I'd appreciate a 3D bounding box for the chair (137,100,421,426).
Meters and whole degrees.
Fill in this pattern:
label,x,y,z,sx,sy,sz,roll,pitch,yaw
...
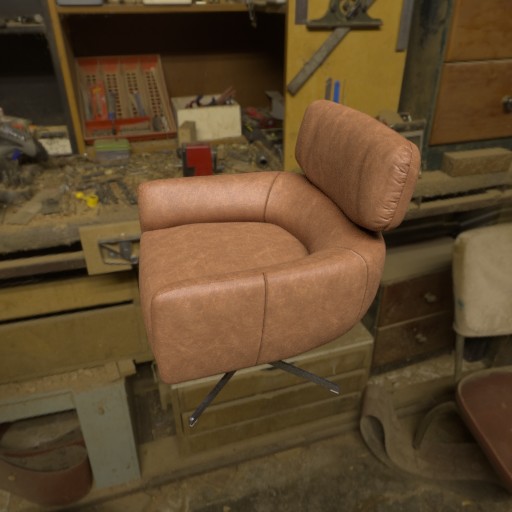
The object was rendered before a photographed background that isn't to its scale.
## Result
label,x,y,z,sx,sy,sz,roll,pitch,yaw
chair,0.000,0.000,1.355,0.715,0.812,0.706,-8,32,-13
